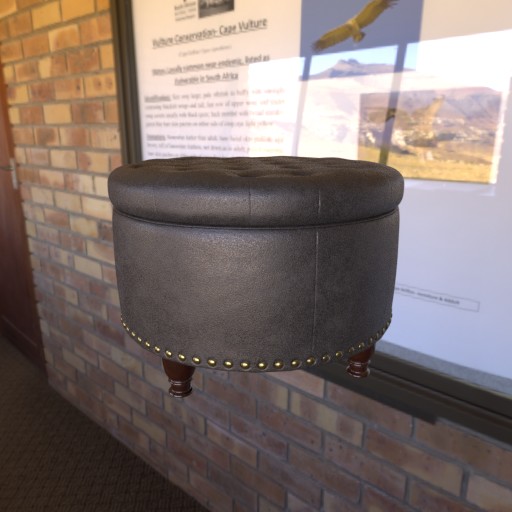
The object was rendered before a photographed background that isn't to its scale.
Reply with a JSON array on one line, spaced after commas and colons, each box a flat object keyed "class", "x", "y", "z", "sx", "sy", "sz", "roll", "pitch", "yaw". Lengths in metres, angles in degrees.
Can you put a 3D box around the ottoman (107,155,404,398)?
[{"class": "ottoman", "x": 0.000, "y": 0.000, "z": 1.046, "sx": 0.637, "sy": 0.442, "sz": 0.637, "roll": 0, "pitch": 16, "yaw": 0}]
